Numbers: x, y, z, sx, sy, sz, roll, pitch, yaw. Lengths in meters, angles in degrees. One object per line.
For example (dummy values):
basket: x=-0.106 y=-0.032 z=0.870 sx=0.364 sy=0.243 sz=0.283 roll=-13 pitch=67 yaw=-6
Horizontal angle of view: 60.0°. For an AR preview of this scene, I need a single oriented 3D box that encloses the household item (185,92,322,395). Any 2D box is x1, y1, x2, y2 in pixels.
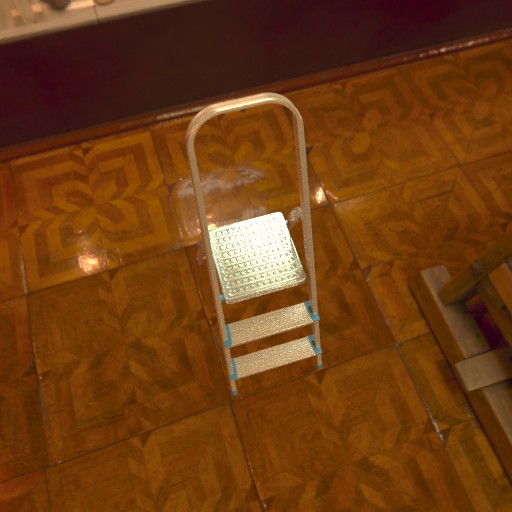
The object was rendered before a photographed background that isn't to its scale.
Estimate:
household item: x=0.000 y=0.000 z=1.547 sx=0.420 sy=1.215 sz=0.687 roll=-15 pitch=66 yaw=-7
